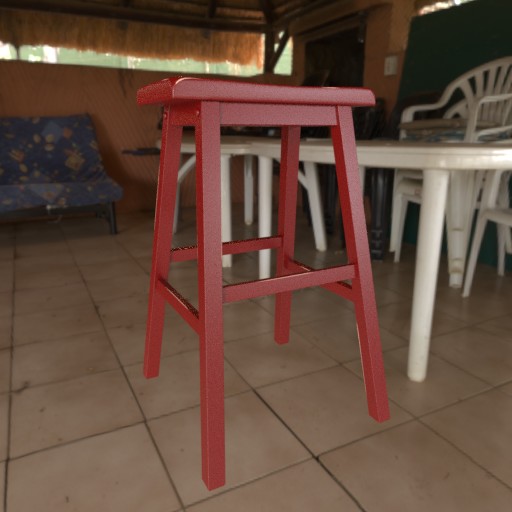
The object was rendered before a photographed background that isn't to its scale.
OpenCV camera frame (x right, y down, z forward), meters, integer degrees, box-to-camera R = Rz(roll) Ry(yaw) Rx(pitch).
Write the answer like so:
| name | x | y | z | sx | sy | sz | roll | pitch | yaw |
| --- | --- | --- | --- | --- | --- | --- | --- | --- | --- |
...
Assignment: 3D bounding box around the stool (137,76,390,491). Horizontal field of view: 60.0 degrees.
| name | x | y | z | sx | sy | sz | roll | pitch | yaw |
| --- | --- | --- | --- | --- | --- | --- | --- | --- | --- |
| stool | 0.000 | 0.000 | 1.034 | 0.457 | 0.737 | 0.476 | -8 | 18 | -27 |
